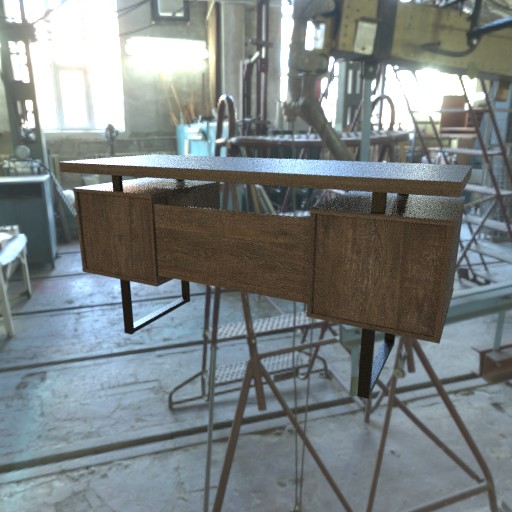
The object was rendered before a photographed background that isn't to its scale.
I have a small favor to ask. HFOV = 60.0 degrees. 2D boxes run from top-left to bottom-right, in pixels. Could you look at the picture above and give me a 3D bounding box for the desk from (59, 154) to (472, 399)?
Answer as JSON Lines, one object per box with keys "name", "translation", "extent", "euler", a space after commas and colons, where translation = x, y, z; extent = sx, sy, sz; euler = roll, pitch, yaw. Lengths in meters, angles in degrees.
{"name": "desk", "translation": [0.000, 0.000, 1.856], "extent": [1.524, 0.760, 0.600], "euler": [8, 18, 26]}
